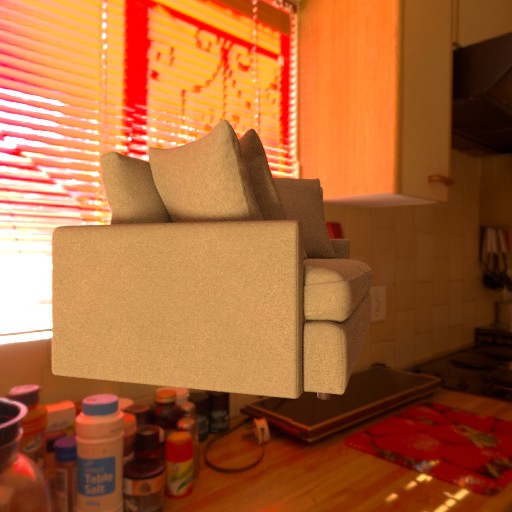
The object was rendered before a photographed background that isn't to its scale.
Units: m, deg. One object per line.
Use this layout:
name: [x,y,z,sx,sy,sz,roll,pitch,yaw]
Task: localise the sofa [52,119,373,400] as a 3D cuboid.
sofa: [0.000,0.000,2.529,1.228,1.080,1.869,0,0,17]
